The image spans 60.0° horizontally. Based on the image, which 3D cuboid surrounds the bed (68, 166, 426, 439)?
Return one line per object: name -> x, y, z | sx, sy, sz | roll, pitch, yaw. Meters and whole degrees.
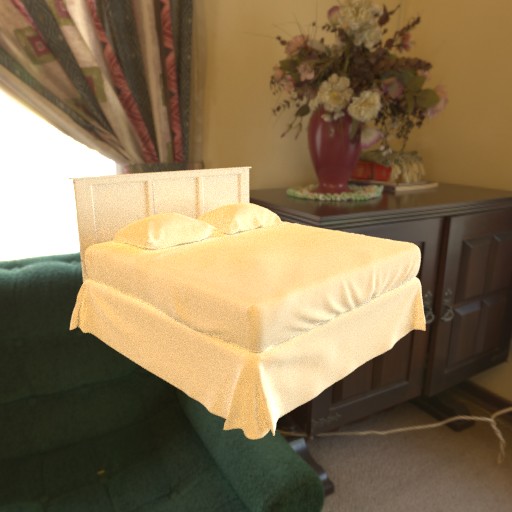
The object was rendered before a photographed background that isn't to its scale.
bed -> 0.000, 0.000, 3.651 | 2.215, 1.273, 2.317 | 14, 20, 43
